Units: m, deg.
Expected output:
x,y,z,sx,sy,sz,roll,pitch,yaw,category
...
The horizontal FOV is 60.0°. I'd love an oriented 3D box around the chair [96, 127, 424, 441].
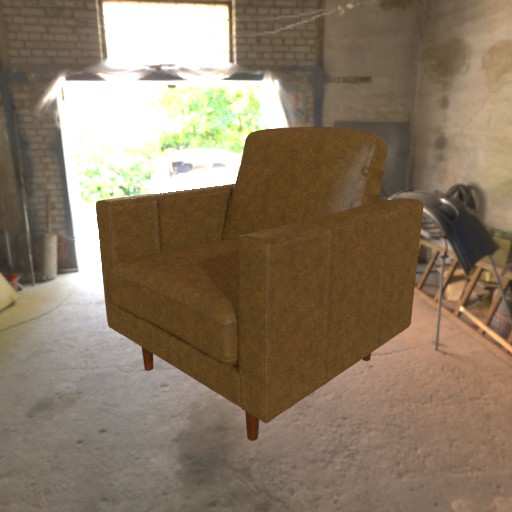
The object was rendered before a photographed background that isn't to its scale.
x,y,z,sx,sy,sz,roll,pitch,yaw,category
0.000,0.000,1.711,0.890,0.956,0.909,15,22,42,chair
